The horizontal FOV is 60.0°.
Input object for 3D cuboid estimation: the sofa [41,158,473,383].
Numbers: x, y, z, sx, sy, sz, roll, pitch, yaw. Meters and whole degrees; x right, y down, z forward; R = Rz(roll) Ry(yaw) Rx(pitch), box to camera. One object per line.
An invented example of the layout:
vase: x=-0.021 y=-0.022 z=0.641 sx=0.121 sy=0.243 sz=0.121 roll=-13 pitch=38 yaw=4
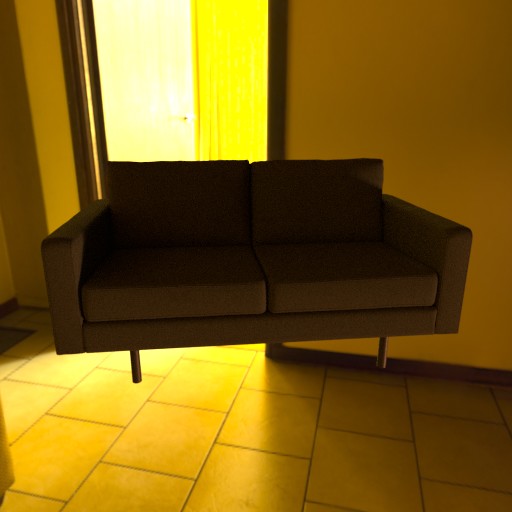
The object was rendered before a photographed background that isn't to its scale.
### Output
sofa: x=0.000 y=0.000 z=2.212 sx=1.730 sy=0.897 sz=0.889 roll=-2 pitch=18 yaw=-6
